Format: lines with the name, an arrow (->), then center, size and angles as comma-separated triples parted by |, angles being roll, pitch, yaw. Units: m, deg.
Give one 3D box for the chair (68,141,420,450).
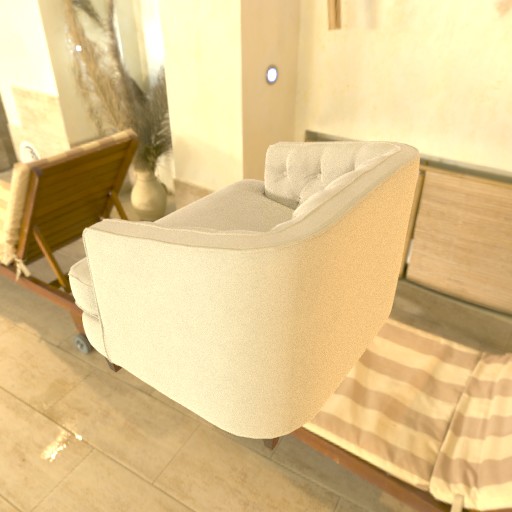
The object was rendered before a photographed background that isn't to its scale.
chair -> 0.000, 0.000, 1.725 | 0.941, 0.852, 1.104 | 21, 37, 30
